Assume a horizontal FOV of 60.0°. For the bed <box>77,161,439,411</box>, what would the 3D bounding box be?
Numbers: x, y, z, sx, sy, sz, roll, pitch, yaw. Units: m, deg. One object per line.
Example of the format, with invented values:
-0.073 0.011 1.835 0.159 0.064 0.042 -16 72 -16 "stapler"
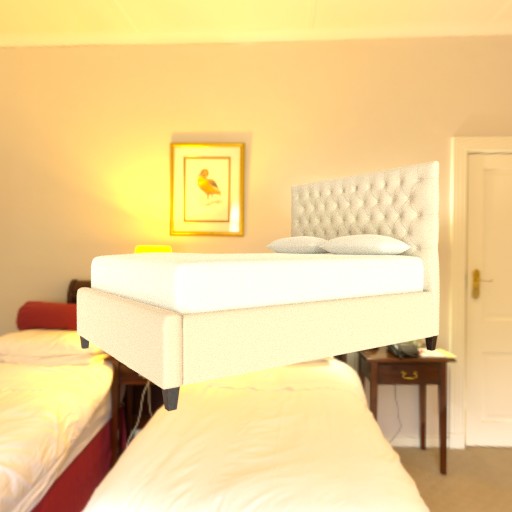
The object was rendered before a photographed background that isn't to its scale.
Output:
0.000 0.000 3.383 2.233 1.426 1.696 -1 1 -35 "bed"
